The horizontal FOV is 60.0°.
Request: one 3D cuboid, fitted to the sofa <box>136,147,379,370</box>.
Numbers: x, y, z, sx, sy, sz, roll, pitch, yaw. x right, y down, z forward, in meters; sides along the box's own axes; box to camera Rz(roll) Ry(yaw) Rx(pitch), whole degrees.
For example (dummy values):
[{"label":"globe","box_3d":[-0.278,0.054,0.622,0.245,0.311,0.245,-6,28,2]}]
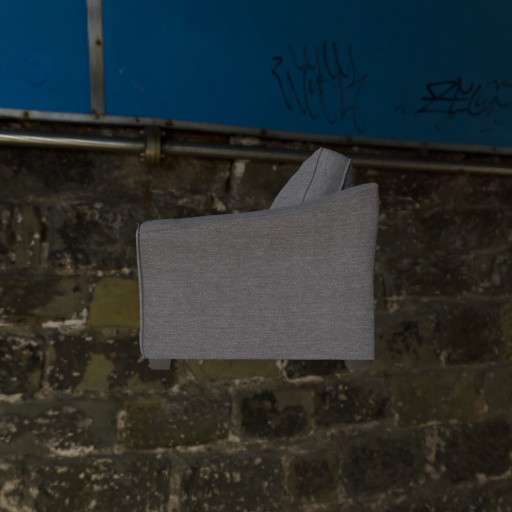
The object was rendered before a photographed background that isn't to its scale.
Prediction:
[{"label":"sofa","box_3d":[0.000,0.000,2.826,0.971,0.950,2.270,0,0,0]}]
